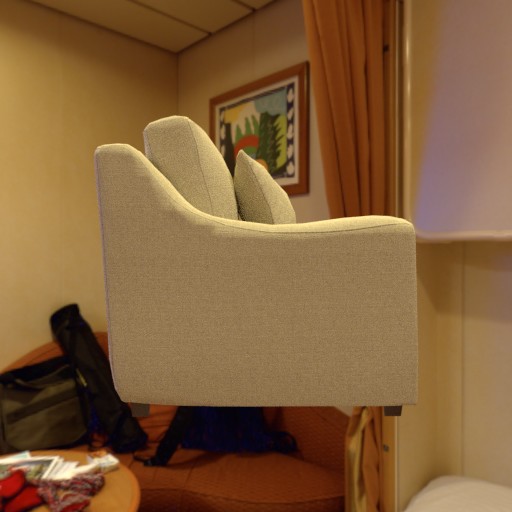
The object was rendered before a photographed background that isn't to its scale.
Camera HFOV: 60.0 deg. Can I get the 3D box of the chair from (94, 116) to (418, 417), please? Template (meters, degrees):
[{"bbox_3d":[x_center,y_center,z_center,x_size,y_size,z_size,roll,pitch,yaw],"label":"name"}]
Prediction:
[{"bbox_3d":[0.000,0.000,1.920,1.009,1.016,1.178,0,0,0],"label":"chair"}]
